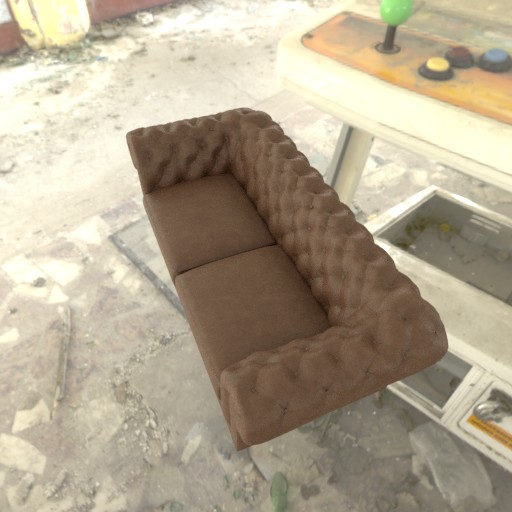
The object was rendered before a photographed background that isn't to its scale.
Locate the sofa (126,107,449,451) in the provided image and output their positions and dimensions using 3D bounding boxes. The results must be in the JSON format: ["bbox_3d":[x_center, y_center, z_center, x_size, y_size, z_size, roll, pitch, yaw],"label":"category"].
[{"bbox_3d":[0.000,0.000,2.473,0.955,0.784,2.048,-17,50,-15],"label":"sofa"}]
